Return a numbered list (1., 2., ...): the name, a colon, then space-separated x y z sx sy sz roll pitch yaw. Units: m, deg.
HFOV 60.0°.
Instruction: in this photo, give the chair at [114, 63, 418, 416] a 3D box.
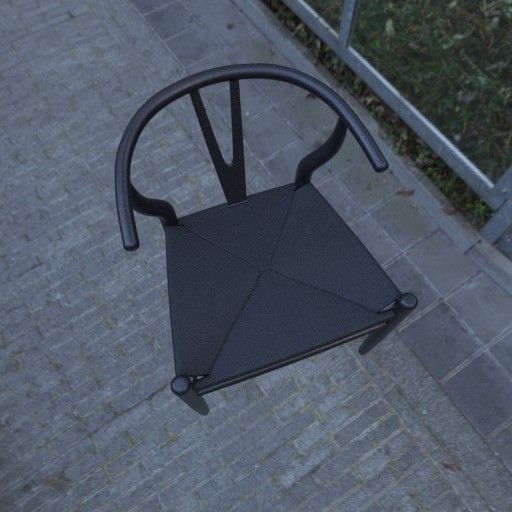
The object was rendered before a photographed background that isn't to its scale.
1. chair: 0.000 0.000 1.151 0.569 0.730 0.579 -18 66 -8
